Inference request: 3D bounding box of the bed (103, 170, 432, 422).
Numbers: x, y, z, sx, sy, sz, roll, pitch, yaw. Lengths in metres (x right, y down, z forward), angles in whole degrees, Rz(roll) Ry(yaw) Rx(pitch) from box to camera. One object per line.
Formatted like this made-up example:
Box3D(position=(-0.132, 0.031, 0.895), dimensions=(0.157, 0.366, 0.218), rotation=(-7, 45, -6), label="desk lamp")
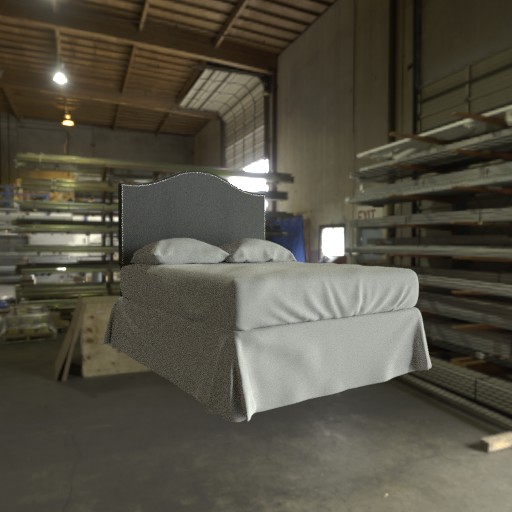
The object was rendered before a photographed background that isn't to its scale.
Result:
Box3D(position=(0.000, 0.000, 3.598), dimensions=(1.876, 1.645, 2.221), rotation=(-1, 2, -35), label="bed")
